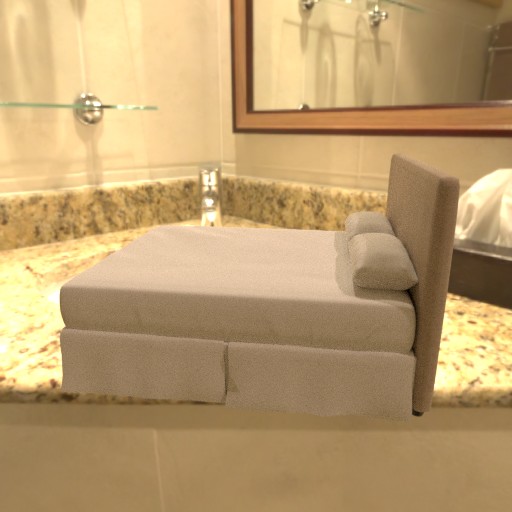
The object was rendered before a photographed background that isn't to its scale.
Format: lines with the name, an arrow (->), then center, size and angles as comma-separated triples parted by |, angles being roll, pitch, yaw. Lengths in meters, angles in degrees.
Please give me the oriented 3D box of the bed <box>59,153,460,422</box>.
bed -> 0.000, 0.000, 3.099 | 2.162, 1.330, 1.713 | 3, 17, 9
